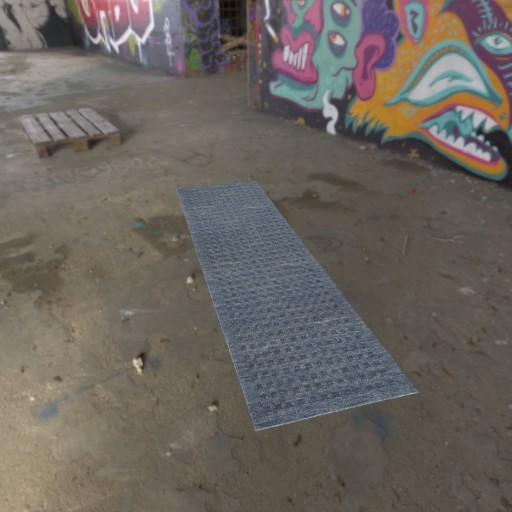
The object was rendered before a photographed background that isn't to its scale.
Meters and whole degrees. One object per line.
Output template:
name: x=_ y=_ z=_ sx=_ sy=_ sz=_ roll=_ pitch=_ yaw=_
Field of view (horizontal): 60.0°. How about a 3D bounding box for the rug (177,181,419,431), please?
rug: x=0.000 y=0.000 z=2.730 sx=0.688 sy=0.008 sz=2.443 roll=-8 pitch=32 yaw=-13
